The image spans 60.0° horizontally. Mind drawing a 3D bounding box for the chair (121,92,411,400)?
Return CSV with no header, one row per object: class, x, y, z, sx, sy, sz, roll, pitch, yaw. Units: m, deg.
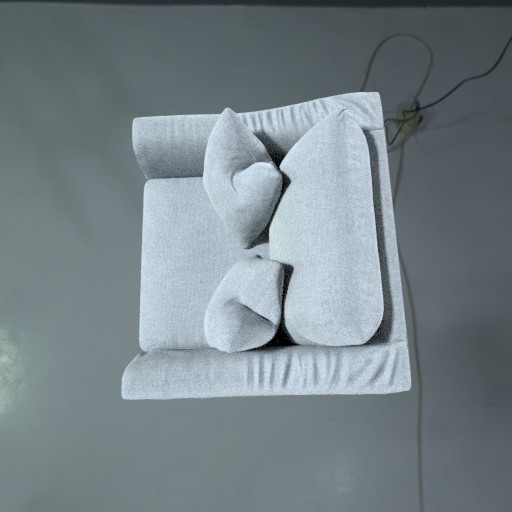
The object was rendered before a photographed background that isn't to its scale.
chair,0.000,0.000,2.006,1.071,1.059,1.194,-2,76,0
